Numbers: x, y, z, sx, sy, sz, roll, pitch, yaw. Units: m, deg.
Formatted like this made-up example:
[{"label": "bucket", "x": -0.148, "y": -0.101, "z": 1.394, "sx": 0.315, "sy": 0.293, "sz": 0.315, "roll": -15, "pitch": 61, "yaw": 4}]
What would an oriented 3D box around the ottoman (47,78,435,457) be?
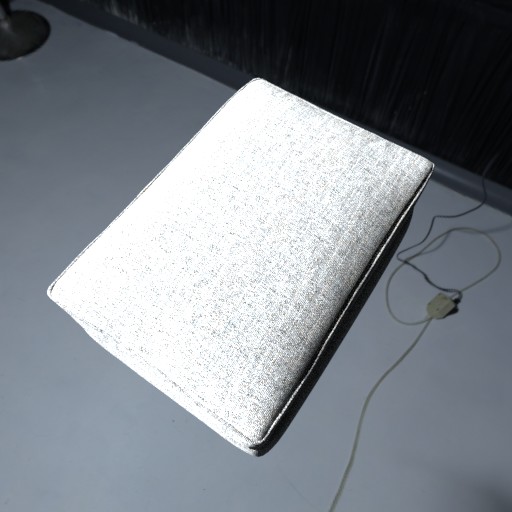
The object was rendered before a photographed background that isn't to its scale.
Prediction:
[{"label": "ottoman", "x": 0.000, "y": 0.000, "z": 0.986, "sx": 0.508, "sy": 0.406, "sz": 0.686, "roll": 31, "pitch": 67, "yaw": 15}]
